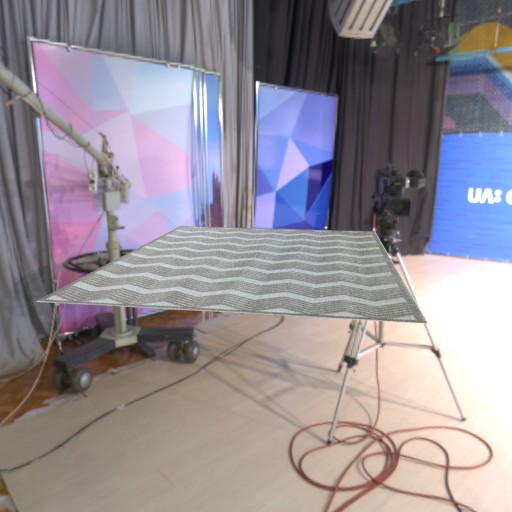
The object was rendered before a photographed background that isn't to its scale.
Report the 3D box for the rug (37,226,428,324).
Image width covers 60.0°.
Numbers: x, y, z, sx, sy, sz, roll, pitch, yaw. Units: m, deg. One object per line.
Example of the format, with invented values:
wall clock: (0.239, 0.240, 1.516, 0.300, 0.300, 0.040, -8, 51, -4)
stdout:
rug: (0.000, 0.000, 4.028, 2.391, 0.005, 2.880, 2, 14, 9)
